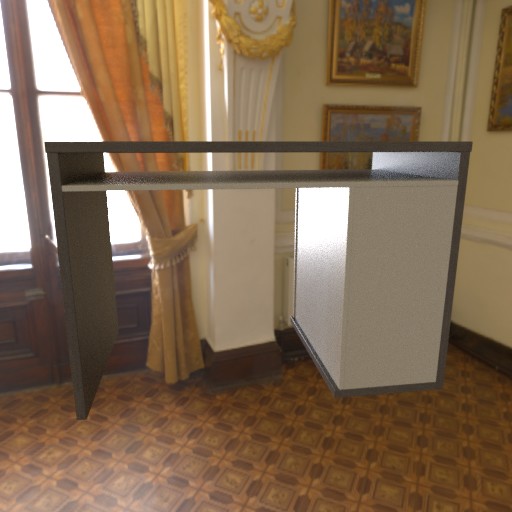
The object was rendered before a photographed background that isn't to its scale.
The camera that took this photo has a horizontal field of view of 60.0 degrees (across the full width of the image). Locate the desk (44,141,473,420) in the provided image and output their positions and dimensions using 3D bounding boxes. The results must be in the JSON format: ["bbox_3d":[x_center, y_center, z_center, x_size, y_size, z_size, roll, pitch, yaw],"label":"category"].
[{"bbox_3d":[0.000,0.000,1.502,1.100,0.750,0.600,-2,14,-8],"label":"desk"}]
